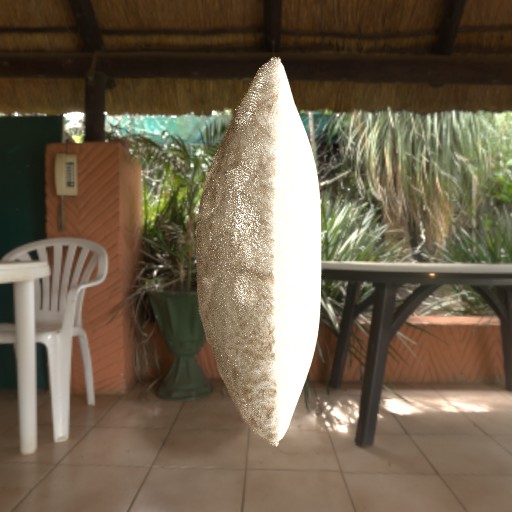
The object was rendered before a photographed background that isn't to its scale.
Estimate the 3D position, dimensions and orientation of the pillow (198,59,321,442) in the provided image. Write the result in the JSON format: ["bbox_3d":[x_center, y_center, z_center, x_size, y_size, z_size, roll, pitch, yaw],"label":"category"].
[{"bbox_3d":[0.000,0.000,0.827,0.216,0.525,0.538,0,1,0],"label":"pillow"}]
